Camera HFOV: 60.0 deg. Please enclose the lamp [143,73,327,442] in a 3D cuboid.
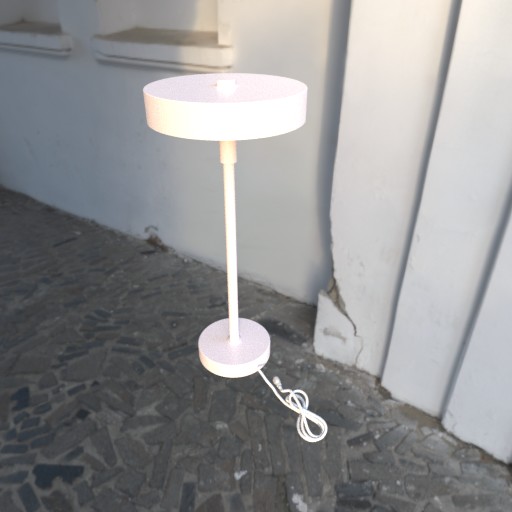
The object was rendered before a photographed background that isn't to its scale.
[{"bbox_3d":[0.000,0.000,0.701,0.229,0.508,0.369,-21,37,-31],"label":"lamp"}]
